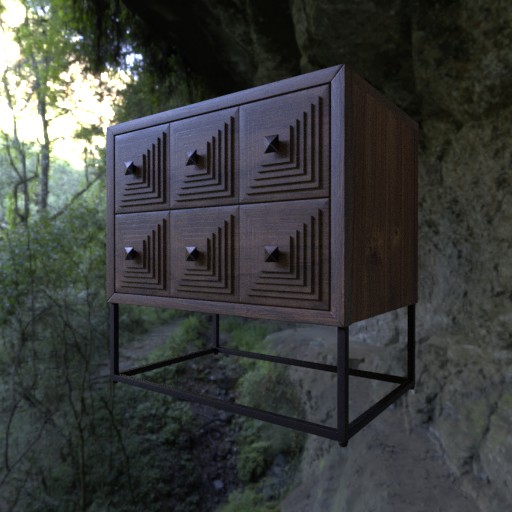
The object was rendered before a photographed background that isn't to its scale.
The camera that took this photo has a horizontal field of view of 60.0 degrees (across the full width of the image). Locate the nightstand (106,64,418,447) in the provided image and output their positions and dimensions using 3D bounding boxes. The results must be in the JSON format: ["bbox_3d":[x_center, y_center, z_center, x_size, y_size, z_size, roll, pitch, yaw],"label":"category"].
[{"bbox_3d":[0.000,0.000,1.025,0.610,0.610,0.437,0,1,36],"label":"nightstand"}]
